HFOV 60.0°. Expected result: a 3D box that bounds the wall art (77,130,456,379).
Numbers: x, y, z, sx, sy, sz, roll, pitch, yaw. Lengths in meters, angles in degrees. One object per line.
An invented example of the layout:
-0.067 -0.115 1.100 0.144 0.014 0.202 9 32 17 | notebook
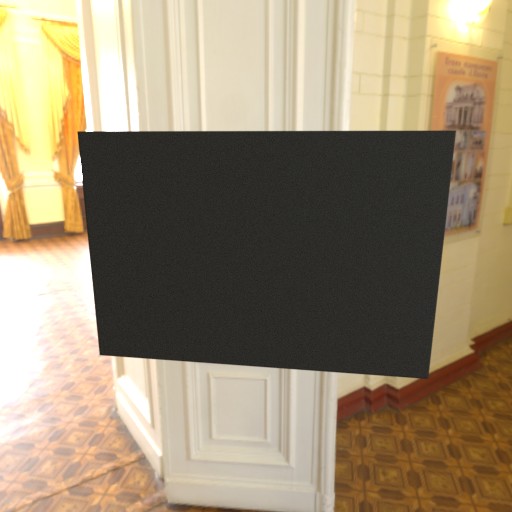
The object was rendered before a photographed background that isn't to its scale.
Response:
0.000 0.000 1.215 0.964 0.659 0.049 3 15 9 | wall art
